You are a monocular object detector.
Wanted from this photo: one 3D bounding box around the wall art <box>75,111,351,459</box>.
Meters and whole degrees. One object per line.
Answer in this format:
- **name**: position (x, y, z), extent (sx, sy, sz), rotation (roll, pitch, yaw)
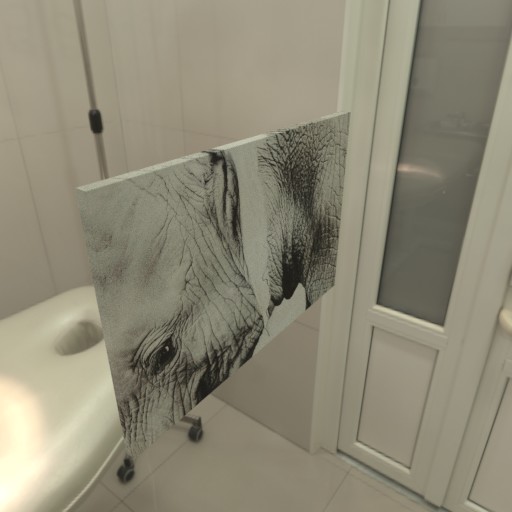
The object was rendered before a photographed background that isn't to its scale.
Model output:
- **wall art**: position (0.000, 0.000, 1.440), extent (0.035, 0.758, 1.141), rotation (19, 33, 32)
